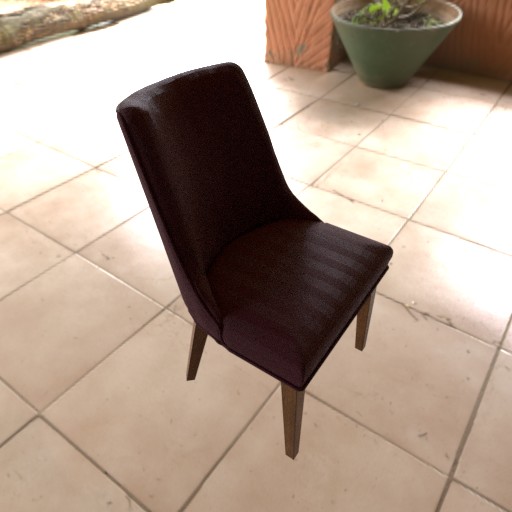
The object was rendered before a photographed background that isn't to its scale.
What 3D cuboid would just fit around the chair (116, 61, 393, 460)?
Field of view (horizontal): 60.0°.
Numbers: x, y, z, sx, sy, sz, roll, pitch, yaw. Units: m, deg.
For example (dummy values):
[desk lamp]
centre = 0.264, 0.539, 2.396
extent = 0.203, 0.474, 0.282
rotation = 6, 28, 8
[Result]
[chair]
centre = 0.000, 0.000, 1.290
extent = 0.638, 0.916, 0.548
rotation = 24, 46, 26
